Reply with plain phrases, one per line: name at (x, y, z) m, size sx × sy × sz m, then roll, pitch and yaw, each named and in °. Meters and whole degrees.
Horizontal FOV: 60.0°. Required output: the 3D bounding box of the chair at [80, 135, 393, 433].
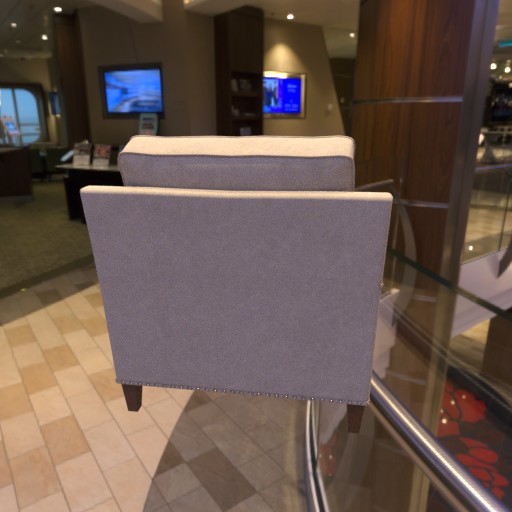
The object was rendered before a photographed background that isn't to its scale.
chair at (0.000, 0.000, 1.737) m, size 0.853 × 0.943 × 1.014 m, roll 3°, pitch 18°, yaw 8°
